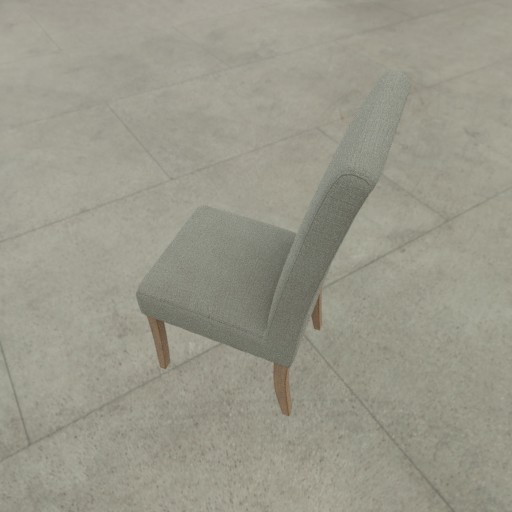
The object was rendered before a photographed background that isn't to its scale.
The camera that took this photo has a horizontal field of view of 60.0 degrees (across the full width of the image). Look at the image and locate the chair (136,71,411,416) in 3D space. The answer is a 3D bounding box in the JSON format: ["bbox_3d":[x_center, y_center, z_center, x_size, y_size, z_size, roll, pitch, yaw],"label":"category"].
[{"bbox_3d":[0.000,0.000,1.323,0.611,1.033,0.450,16,48,15],"label":"chair"}]
